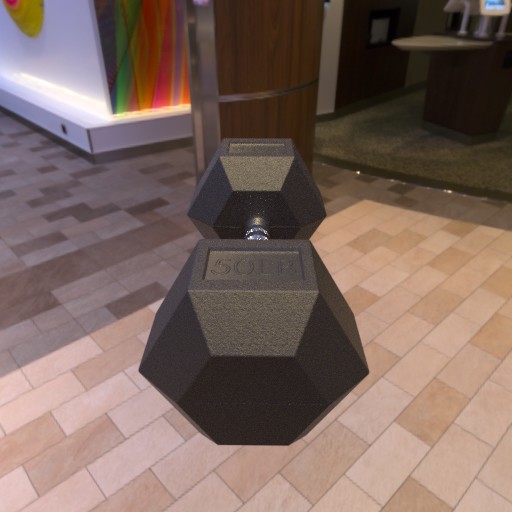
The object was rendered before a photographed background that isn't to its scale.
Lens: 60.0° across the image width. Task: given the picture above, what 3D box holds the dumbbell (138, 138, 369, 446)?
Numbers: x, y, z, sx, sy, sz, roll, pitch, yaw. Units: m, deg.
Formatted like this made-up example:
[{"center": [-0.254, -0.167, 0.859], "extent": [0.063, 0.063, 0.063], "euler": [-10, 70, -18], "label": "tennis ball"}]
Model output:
[{"center": [0.000, 0.000, 0.467], "extent": [0.173, 0.150, 0.384], "euler": [0, 32, 1], "label": "dumbbell"}]
